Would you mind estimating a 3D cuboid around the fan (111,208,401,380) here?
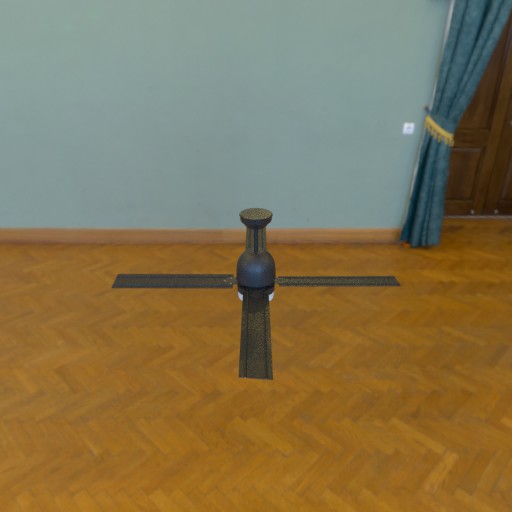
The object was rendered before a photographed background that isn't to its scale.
[{"bbox_3d":[0.000,0.000,2.007,1.319,0.410,1.319,-1,26,-1],"label":"fan"}]
